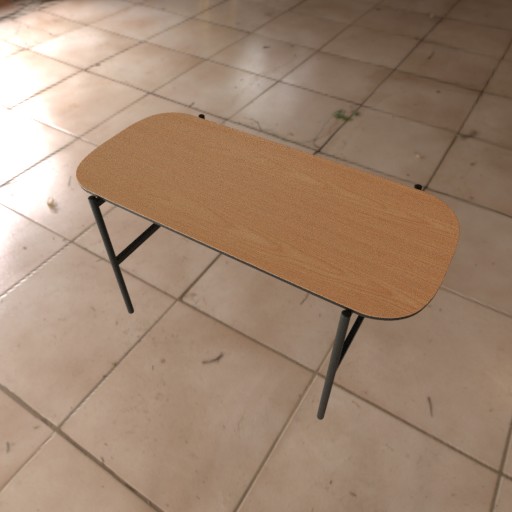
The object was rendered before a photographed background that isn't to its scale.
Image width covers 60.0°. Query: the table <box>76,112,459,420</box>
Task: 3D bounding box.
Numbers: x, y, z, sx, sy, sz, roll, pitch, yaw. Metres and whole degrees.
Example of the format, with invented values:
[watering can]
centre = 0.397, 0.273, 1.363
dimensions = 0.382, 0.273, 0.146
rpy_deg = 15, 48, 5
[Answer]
[table]
centre = 0.000, 0.000, 1.070
dimensions = 0.800, 0.400, 0.400
rpy_deg = 24, 51, 21
